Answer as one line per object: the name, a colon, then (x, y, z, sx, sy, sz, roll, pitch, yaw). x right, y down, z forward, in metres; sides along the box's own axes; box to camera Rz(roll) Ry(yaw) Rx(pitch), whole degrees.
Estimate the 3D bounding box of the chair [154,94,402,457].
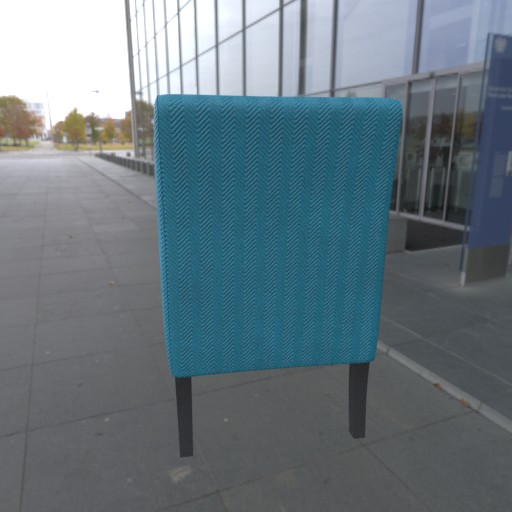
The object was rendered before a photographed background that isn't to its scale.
chair: (0.000, 0.000, 1.452, 0.579, 0.927, 0.808, -2, 15, -9)
